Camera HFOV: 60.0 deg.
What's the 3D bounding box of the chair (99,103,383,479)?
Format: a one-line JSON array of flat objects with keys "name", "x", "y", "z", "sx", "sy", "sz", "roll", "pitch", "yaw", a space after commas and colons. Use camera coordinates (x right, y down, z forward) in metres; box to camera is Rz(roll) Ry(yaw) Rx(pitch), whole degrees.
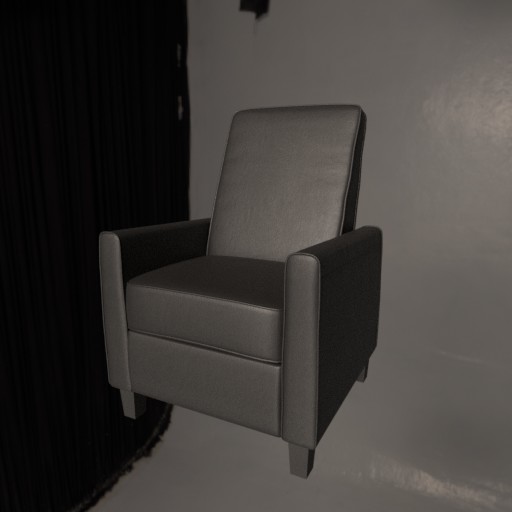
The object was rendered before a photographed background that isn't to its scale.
[{"name": "chair", "x": 0.000, "y": 0.000, "z": 1.483, "sx": 0.705, "sy": 1.013, "sz": 0.746, "roll": 7, "pitch": 15, "yaw": 27}]
